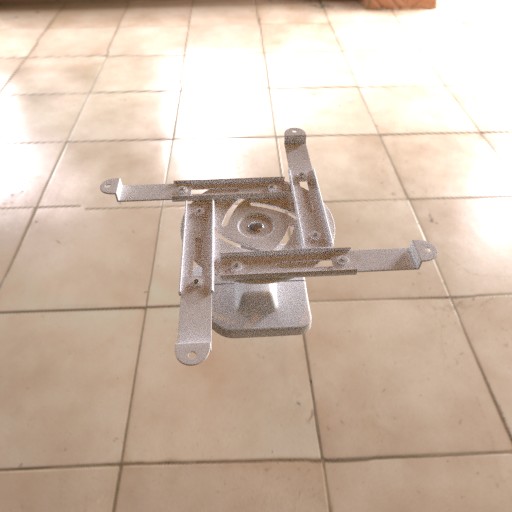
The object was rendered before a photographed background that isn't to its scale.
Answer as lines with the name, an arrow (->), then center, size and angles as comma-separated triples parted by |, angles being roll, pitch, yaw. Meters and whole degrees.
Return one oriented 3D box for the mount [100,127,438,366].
mount -> 0.000, 0.000, 0.582 | 0.394, 0.141, 0.394 | -3, 46, -2
